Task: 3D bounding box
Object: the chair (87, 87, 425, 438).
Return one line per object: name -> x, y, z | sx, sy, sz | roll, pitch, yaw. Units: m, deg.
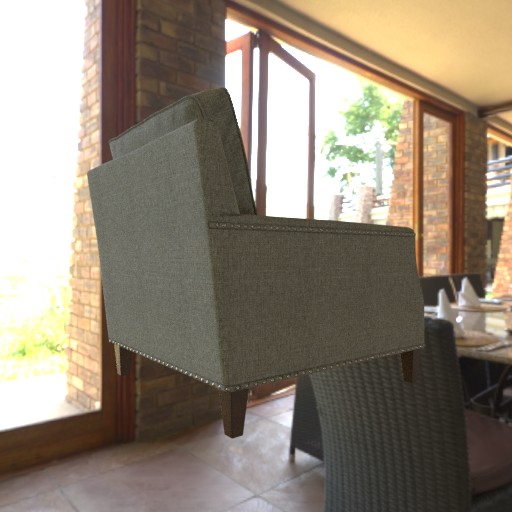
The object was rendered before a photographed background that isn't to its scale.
chair -> 0.000, 0.000, 1.698 | 1.014, 0.943, 0.853 | 0, 0, -38
